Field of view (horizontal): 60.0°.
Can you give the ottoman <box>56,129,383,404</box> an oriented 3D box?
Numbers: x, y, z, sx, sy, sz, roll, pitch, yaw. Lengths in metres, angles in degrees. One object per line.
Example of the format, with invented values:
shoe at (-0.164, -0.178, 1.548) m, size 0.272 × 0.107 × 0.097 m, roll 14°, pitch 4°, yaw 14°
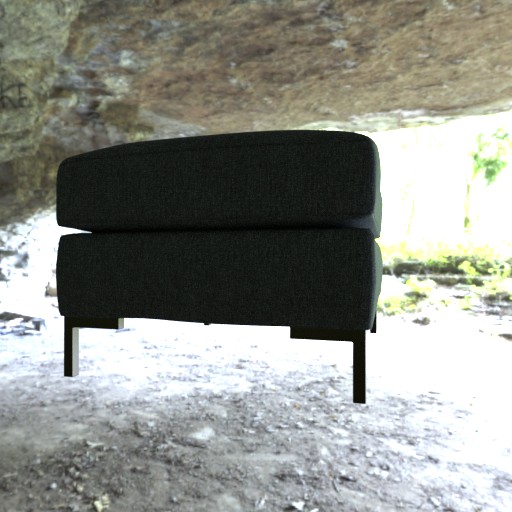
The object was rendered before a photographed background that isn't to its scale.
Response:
ottoman at (0.000, 0.000, 1.263) m, size 0.695 × 0.533 × 0.831 m, roll 0°, pitch 0°, yaw 17°
